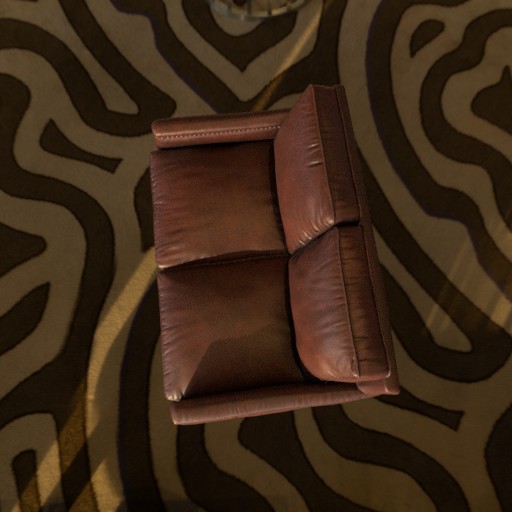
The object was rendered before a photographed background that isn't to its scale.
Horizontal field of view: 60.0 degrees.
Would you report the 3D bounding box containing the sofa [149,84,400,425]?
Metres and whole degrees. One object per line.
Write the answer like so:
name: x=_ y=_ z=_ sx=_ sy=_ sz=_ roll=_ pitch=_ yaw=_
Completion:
sofa: x=0.000 y=0.000 z=2.371 sx=1.083 sy=1.003 sz=1.628 roll=-6 pitch=76 yaw=-2
